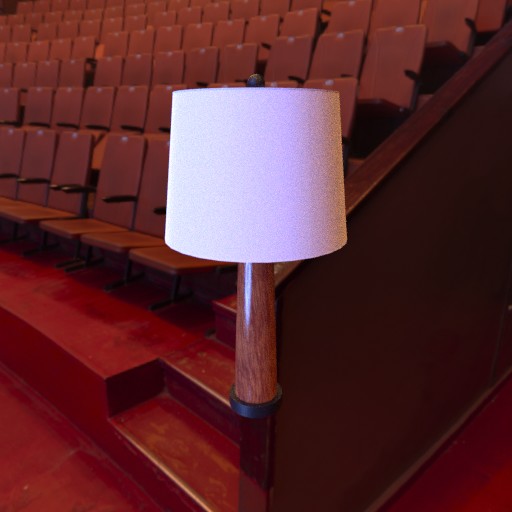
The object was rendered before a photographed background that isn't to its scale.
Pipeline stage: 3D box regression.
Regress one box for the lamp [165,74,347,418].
[{"bbox_3d":[0.000,0.000,0.875,0.349,0.667,0.349,0,17,0],"label":"lamp"}]
